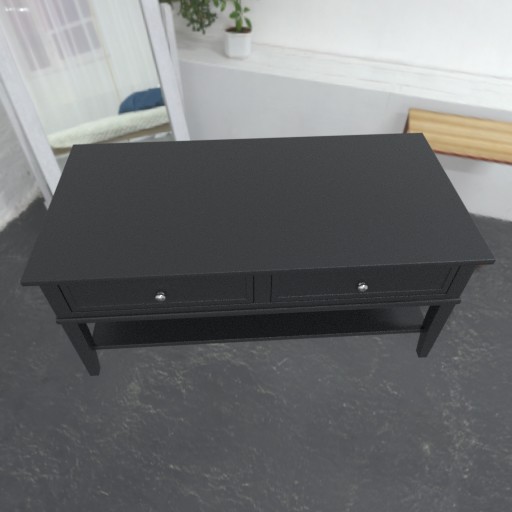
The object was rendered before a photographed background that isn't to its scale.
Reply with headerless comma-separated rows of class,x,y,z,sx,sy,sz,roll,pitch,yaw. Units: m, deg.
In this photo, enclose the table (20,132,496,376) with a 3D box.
table,0.000,0.000,1.317,1.044,0.470,0.523,-3,47,-2
